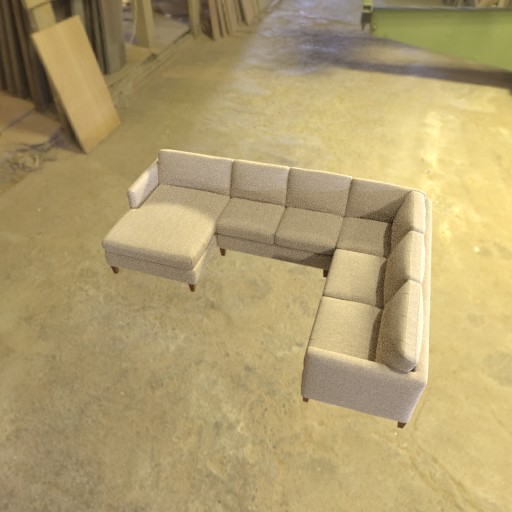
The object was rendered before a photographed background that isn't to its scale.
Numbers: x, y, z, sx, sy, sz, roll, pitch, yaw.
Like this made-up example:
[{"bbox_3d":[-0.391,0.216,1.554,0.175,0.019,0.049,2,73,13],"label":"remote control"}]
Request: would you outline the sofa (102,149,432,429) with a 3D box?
[{"bbox_3d":[0.000,0.000,4.721,3.460,0.961,2.594,12,43,13],"label":"sofa"}]
